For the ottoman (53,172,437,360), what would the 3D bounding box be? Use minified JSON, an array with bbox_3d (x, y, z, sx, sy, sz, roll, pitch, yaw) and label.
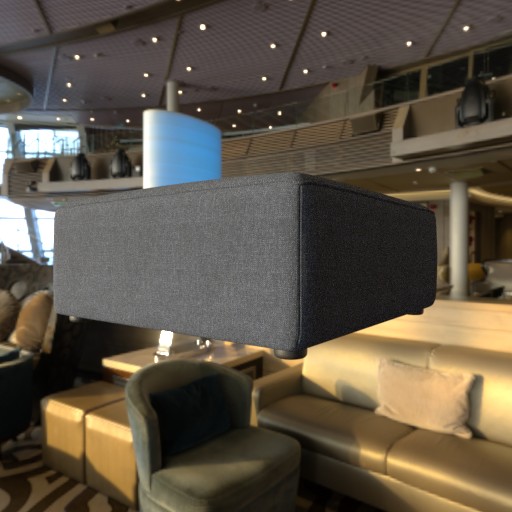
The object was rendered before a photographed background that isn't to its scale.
[{"bbox_3d":[0.000,0.000,1.582,1.000,0.439,1.000,0,1,37],"label":"ottoman"}]
